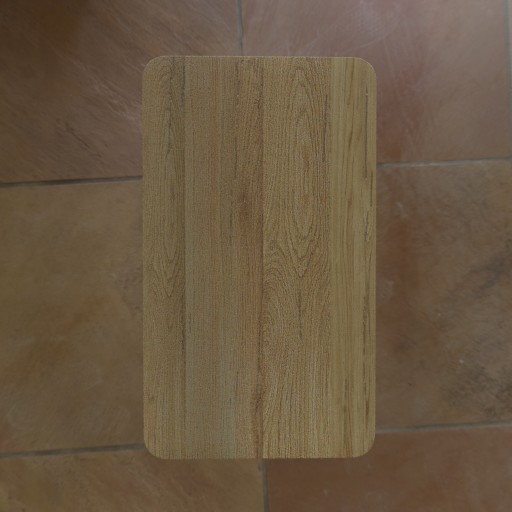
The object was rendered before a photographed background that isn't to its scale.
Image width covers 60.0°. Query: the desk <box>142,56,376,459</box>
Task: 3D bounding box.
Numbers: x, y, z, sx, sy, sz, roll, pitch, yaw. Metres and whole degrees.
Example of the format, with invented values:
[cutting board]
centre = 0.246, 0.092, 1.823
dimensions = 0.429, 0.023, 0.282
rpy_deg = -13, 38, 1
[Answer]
[desk]
centre = 0.000, 0.000, 1.232
dimensions = 0.440, 0.790, 0.760
rpy_deg = 0, 91, -1
